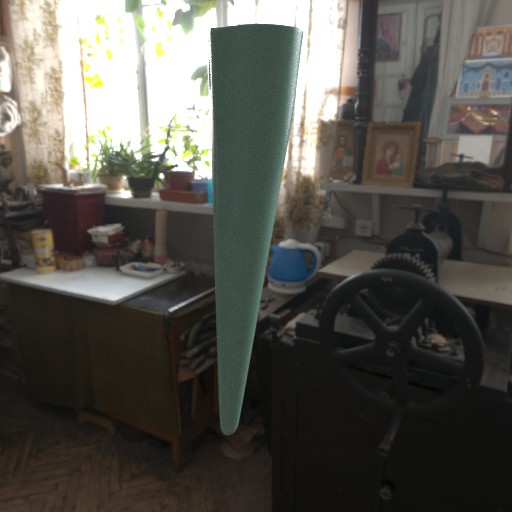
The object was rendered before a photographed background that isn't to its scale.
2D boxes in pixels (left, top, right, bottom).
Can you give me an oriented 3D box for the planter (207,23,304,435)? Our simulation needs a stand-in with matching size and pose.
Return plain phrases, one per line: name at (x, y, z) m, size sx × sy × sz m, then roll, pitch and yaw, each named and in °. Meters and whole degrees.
planter at (0.000, 0.000, 0.292) m, size 0.055 × 0.268 × 0.054 m, roll -3°, pitch 16°, yaw -9°
